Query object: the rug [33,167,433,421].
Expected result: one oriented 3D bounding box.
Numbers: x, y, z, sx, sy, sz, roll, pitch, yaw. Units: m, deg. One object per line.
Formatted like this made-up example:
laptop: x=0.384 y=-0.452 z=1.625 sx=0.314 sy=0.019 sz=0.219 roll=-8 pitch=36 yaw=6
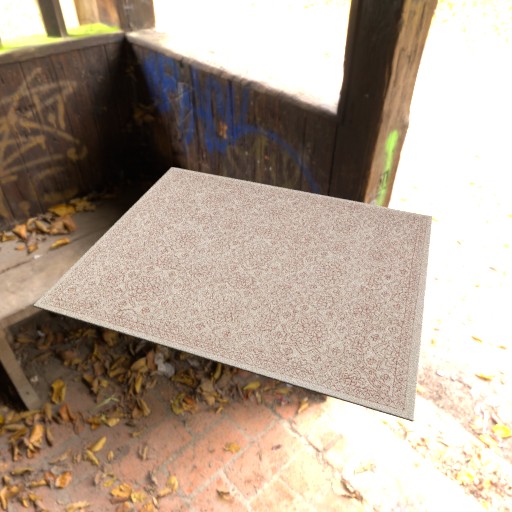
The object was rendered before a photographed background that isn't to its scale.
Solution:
rug: x=0.000 y=0.000 z=4.146 sx=3.050 sy=0.015 sz=2.441 roll=13 pitch=42 yaw=15
